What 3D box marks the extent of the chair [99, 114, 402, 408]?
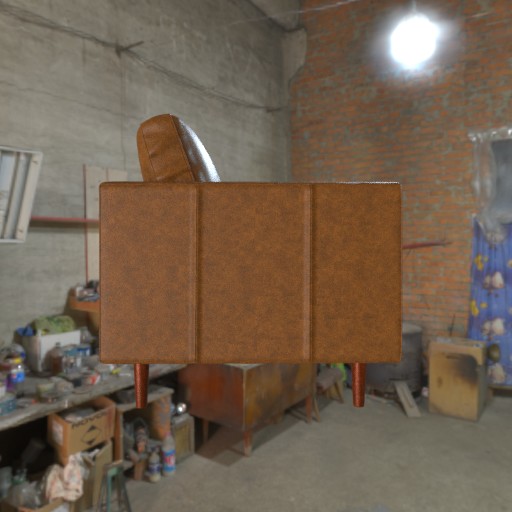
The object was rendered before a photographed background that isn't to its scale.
[{"bbox_3d":[0.000,0.000,1.708,0.909,0.956,0.890,0,0,-1],"label":"chair"}]
